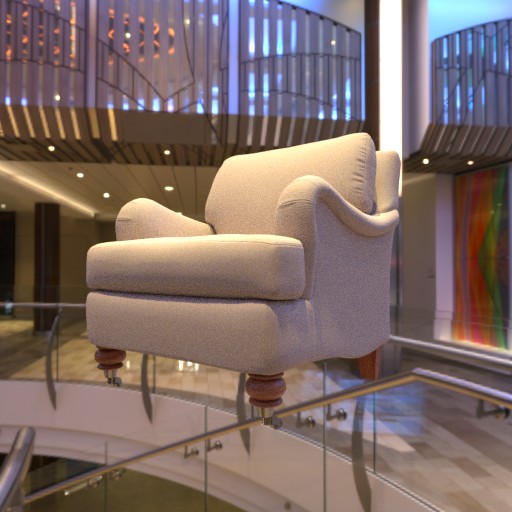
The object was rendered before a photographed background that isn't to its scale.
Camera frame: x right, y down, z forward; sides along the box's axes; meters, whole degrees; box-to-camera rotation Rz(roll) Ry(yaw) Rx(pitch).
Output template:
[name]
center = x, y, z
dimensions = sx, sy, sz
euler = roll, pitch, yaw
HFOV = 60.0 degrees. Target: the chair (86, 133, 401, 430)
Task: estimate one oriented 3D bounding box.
[chair]
center = 0.000, 0.000, 1.856
dimensions = 0.955, 1.038, 1.070
euler = -1, -1, 37
